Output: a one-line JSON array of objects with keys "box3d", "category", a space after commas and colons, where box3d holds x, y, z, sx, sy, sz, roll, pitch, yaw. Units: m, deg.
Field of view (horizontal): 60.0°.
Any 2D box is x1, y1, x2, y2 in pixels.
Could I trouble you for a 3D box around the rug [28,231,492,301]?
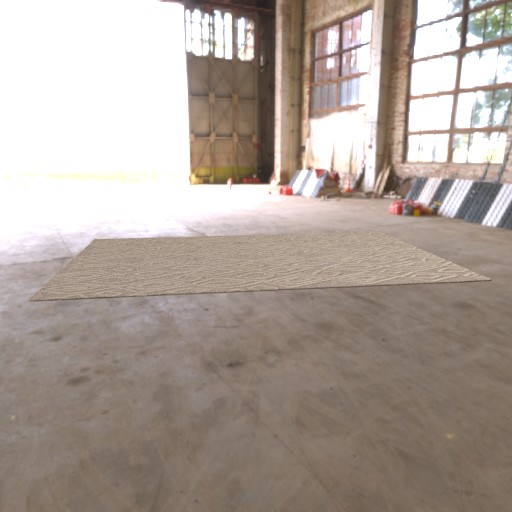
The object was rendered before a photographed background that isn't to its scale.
[{"box3d": [0.000, 0.000, 3.027, 2.442, 0.010, 1.546, -2, 13, -8], "category": "rug"}]
